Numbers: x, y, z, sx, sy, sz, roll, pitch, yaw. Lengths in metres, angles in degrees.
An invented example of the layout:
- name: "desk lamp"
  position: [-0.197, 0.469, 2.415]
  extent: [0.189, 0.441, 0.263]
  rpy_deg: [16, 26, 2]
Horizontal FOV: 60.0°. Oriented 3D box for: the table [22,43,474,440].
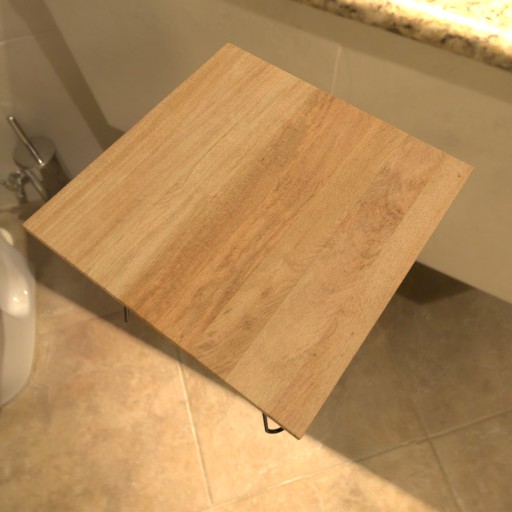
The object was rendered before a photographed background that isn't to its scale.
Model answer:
- name: "table"
  position: [0.000, 0.000, 1.041]
  extent: [0.599, 0.500, 0.599]
  rpy_deg: [33, 68, 16]
